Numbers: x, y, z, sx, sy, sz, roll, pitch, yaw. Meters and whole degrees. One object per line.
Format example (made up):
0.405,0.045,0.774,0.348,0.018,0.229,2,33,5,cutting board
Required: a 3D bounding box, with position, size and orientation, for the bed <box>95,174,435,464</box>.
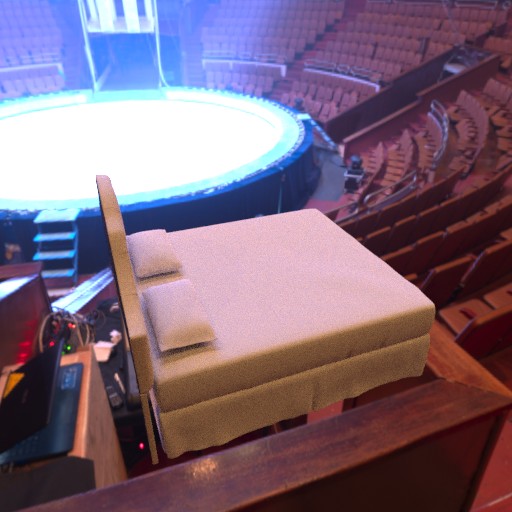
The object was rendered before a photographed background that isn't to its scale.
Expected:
0.000,0.000,3.611,2.214,1.615,2.008,-11,32,-19,bed
